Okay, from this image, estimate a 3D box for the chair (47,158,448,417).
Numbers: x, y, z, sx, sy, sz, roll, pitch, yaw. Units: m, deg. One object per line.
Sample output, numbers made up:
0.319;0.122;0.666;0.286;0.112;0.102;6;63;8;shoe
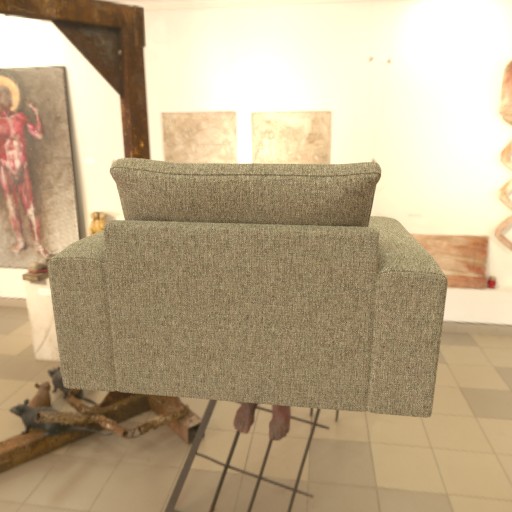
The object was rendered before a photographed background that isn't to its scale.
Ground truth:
0.000;0.000;2.035;1.398;0.915;1.039;2;16;8;chair
